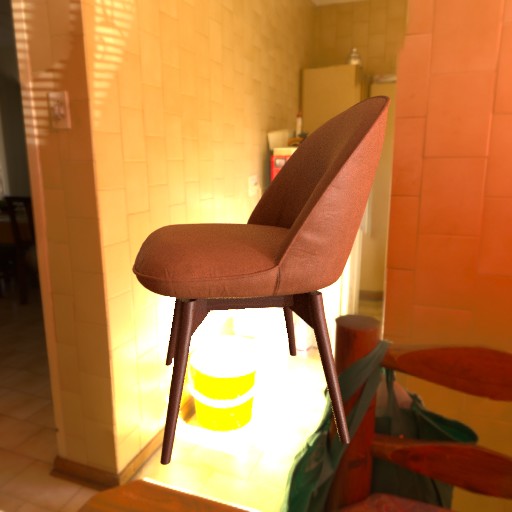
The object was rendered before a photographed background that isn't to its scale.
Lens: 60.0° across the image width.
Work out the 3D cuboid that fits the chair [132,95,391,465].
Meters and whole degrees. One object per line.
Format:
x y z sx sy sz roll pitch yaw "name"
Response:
0.000 0.000 1.202 0.631 0.831 0.521 -2 12 -10 "chair"
